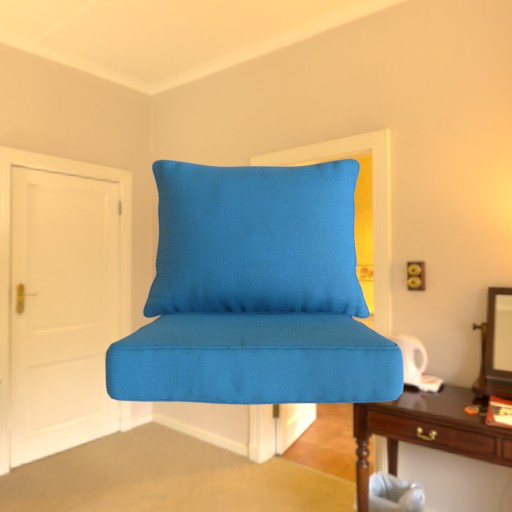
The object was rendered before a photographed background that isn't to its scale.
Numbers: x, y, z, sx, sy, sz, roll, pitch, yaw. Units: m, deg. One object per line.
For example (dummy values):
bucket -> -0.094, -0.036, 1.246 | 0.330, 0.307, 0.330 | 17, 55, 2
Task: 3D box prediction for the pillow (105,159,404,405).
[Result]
pillow -> 0.000, 0.000, 1.356 | 0.798, 0.725, 0.733 | 0, -1, 0
